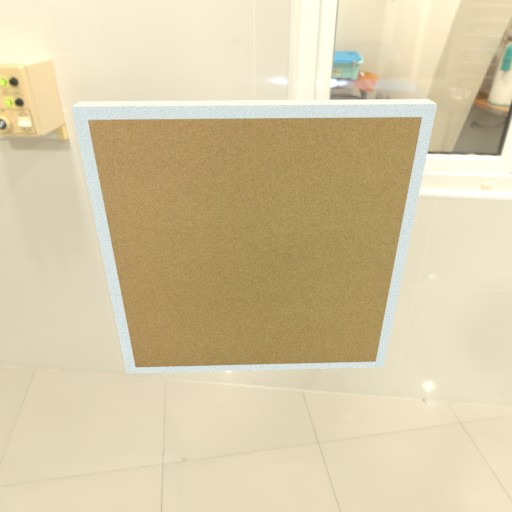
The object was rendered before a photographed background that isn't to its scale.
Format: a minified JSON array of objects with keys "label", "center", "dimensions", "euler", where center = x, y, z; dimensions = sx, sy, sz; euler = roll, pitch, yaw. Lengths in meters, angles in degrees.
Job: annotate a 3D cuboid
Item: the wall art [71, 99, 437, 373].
[{"label":"wall art","center":[0.000,0.000,0.459],"dimensions":[0.307,0.307,0.020],"euler":[-1,31,-2]}]
